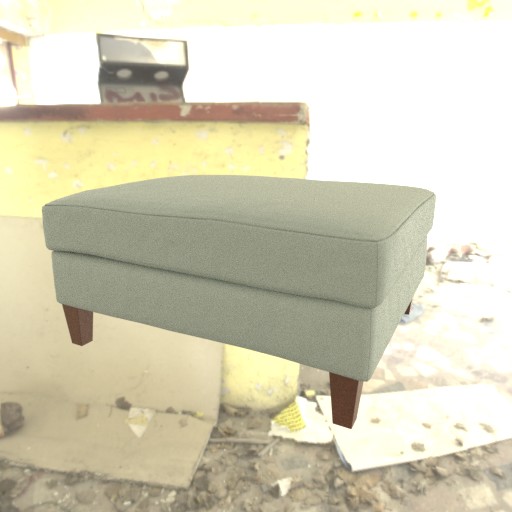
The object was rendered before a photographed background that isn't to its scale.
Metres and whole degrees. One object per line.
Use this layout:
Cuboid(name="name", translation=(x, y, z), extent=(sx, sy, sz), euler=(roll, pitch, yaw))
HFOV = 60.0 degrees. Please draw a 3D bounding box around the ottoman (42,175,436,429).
Cuboid(name="ottoman", translation=(0.000, 0.000, 1.450), extent=(0.991, 0.494, 0.842), euler=(8, 18, 27))
